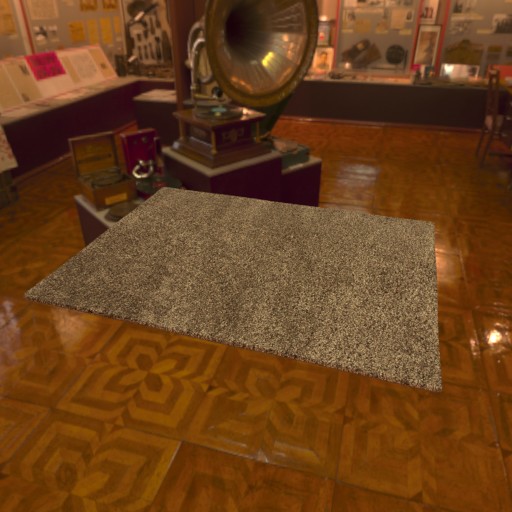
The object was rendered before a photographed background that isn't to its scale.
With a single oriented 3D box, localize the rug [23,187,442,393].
[{"bbox_3d":[0.000,0.000,2.076,1.601,0.025,1.198,9,32,15],"label":"rug"}]
